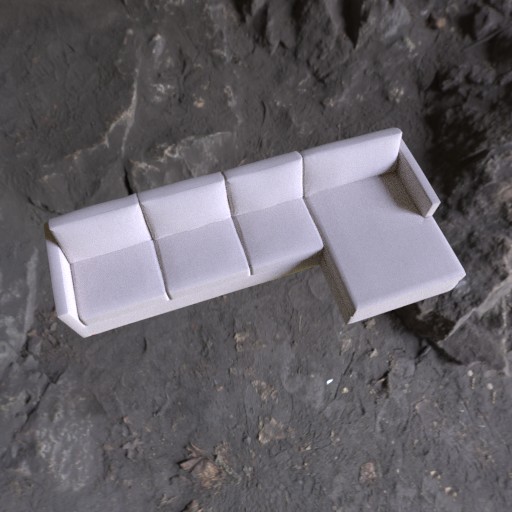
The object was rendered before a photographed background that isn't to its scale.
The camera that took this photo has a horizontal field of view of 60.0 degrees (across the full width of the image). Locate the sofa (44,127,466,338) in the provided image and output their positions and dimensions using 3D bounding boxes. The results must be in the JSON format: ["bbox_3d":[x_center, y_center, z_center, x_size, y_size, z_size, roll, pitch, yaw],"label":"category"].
[{"bbox_3d":[0.000,0.000,4.071,3.471,0.954,1.599,-17,65,-8],"label":"sofa"}]
